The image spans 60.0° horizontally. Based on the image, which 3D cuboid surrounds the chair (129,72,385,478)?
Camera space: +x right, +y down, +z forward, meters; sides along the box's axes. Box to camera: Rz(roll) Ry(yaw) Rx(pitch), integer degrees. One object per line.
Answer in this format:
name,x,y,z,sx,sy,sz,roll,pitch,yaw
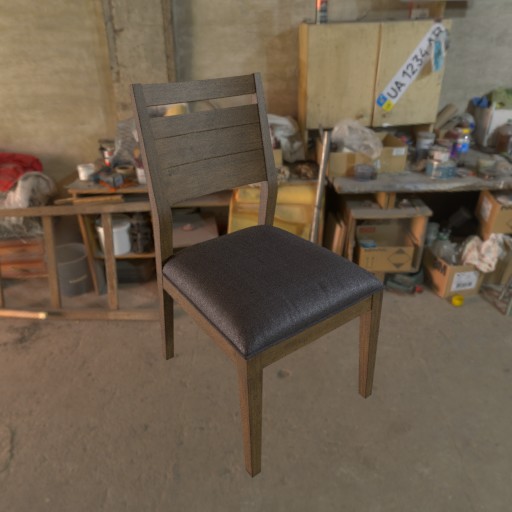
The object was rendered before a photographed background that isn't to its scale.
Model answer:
chair,0.000,0.000,1.315,0.501,0.939,0.610,-20,35,-32
